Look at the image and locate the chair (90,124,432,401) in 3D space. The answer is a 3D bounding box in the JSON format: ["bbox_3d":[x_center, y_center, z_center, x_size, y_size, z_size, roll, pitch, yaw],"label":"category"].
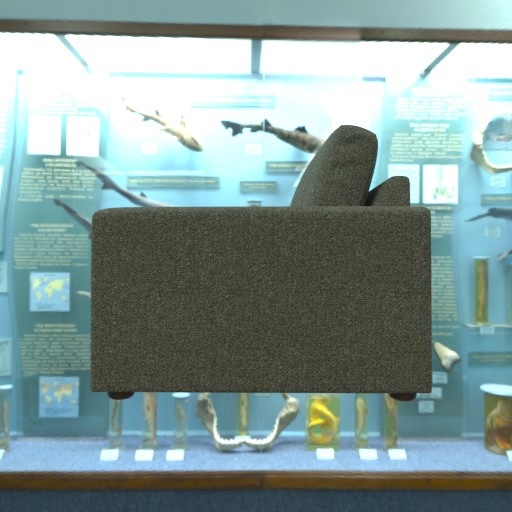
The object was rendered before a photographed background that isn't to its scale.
[{"bbox_3d":[0.000,0.000,1.758,1.016,0.873,1.005,0,-1,1],"label":"chair"}]
